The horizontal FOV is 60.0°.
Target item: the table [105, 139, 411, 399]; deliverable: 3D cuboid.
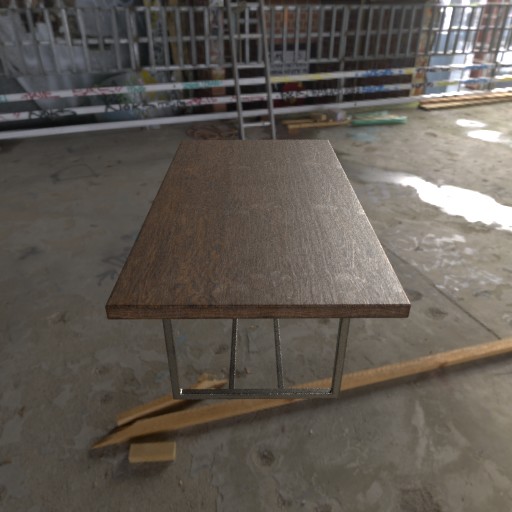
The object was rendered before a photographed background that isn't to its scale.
[{"bbox_3d":[0.000,0.000,2.610,1.078,0.795,1.989,0,31,0],"label":"table"}]
